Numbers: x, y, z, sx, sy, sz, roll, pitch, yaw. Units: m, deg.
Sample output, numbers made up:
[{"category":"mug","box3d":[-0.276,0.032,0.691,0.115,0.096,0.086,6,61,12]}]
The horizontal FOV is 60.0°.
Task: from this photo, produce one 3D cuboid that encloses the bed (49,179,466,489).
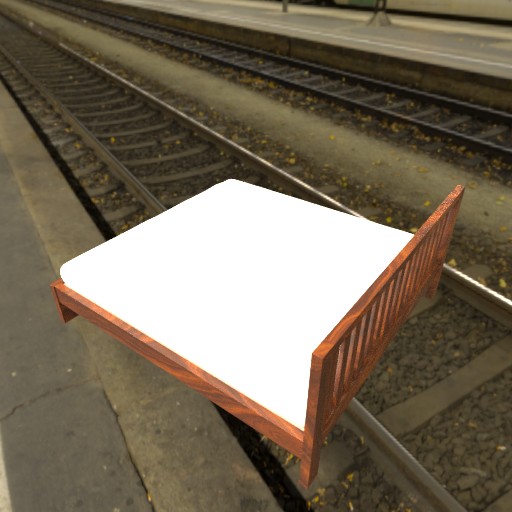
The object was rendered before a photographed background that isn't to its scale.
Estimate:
[{"category":"bed","box3d":[0.000,0.000,3.034,2.030,0.890,1.905,22,39,30]}]
